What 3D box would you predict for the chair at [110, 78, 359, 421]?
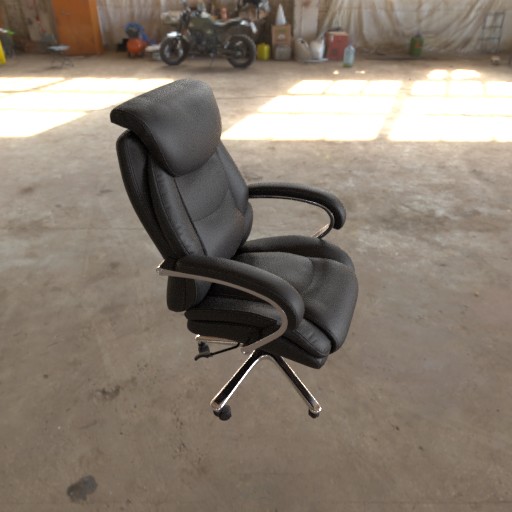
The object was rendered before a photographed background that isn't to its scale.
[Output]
[{"bbox_3d":[0.000,0.000,1.712,0.790,1.183,0.755,11,34,17],"label":"chair"}]
